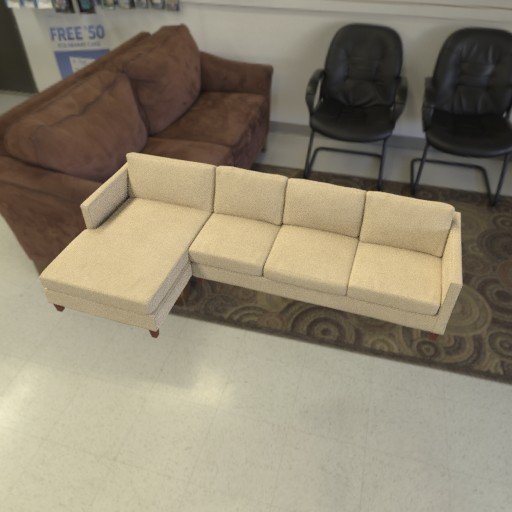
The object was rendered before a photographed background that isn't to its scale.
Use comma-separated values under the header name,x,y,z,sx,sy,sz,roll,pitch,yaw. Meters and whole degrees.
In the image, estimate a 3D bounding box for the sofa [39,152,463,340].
name,x,y,z,sx,sy,sz,roll,pitch,yaw
sofa,0.000,0.000,3.750,3.186,0.846,1.625,12,43,14
